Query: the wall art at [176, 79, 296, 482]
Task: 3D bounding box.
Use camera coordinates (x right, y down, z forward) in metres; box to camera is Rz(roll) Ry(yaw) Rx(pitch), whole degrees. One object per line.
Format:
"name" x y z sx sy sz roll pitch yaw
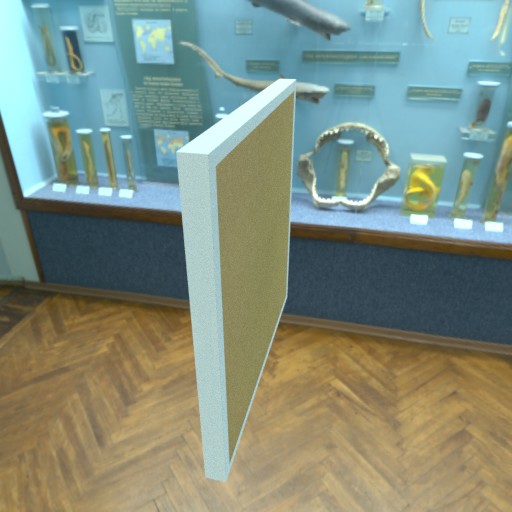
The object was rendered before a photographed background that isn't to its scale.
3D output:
"wall art" 0.000 0.000 0.464 0.020 0.307 0.307 7 30 12
